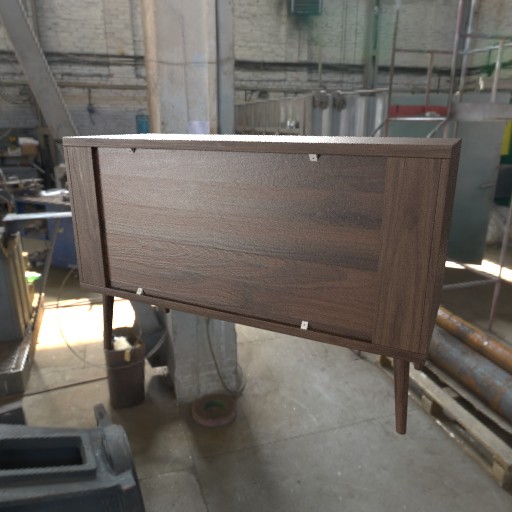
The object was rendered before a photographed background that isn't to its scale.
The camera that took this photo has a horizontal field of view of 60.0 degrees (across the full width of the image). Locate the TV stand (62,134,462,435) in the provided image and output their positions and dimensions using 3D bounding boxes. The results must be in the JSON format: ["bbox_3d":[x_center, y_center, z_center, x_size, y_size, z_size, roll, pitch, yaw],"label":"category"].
[{"bbox_3d":[0.000,0.000,1.278,0.990,0.660,0.405,8,19,25],"label":"TV stand"}]
